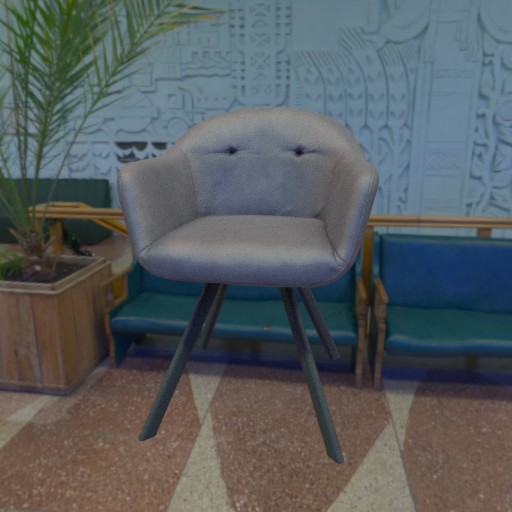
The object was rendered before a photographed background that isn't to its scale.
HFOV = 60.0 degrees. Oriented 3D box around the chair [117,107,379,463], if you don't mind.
[{"bbox_3d":[0.000,0.000,1.169,0.567,0.781,0.544,2,15,9],"label":"chair"}]
